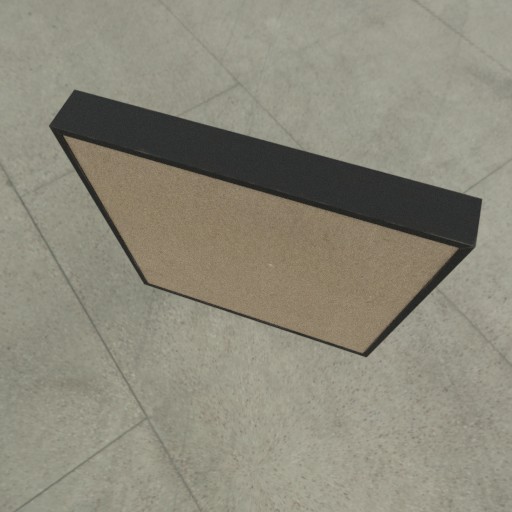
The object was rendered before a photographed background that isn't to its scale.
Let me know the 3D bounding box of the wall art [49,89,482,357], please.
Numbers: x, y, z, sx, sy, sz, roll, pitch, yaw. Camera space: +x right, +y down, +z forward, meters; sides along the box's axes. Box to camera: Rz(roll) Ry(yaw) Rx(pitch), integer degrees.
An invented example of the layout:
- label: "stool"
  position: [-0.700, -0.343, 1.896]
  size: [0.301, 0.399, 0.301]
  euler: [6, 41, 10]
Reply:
- label: "wall art"
  position: [0.000, 0.000, 0.445]
  size: [0.305, 0.305, 0.038]
  euler: [17, 65, 8]
